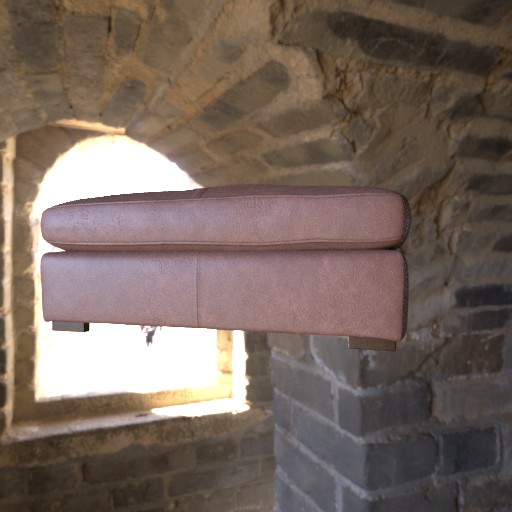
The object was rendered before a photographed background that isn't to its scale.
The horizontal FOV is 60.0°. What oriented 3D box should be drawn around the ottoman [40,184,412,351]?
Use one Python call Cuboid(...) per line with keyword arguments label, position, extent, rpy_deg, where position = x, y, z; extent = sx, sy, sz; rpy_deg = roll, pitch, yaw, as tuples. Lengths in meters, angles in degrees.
Cuboid(label="ottoman", position=(0.000, 0.000, 1.813), extent=(1.168, 0.490, 1.168), rpy_deg=(0, 0, 17))
